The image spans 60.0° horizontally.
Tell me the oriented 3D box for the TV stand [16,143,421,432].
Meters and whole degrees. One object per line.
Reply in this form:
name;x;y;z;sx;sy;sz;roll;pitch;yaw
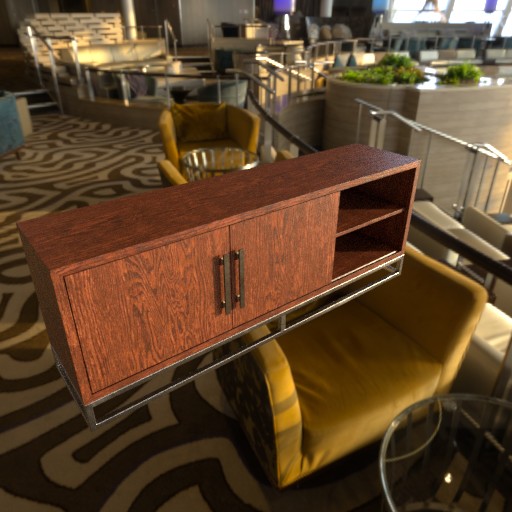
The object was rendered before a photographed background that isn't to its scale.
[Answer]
TV stand;0.000;0.000;1.757;1.541;0.578;0.382;-20;35;-32
